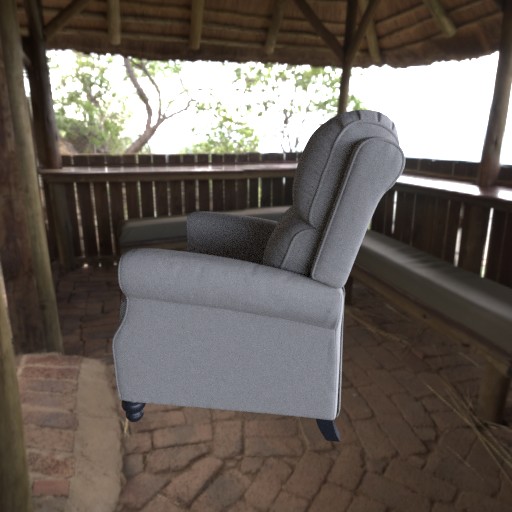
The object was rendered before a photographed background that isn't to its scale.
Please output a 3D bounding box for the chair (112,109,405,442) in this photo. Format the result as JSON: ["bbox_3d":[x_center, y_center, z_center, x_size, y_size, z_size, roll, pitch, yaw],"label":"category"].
[{"bbox_3d":[0.000,0.000,1.710,0.919,1.046,0.859,2,15,8],"label":"chair"}]
